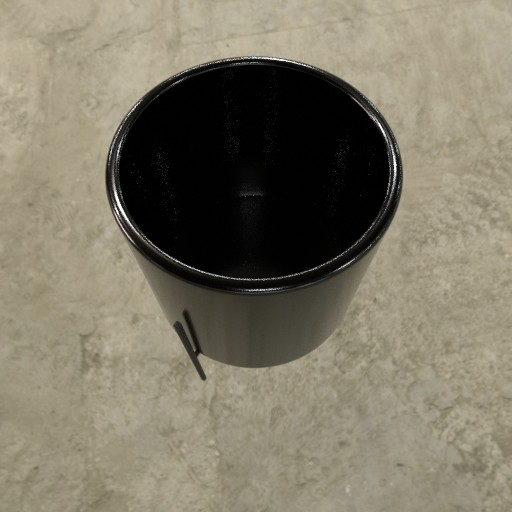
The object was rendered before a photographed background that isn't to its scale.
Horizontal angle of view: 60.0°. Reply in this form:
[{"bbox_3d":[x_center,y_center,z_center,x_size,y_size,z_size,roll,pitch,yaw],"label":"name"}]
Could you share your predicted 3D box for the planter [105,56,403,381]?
[{"bbox_3d":[0.000,0.000,0.636,0.310,0.432,0.310,17,64,9],"label":"planter"}]
